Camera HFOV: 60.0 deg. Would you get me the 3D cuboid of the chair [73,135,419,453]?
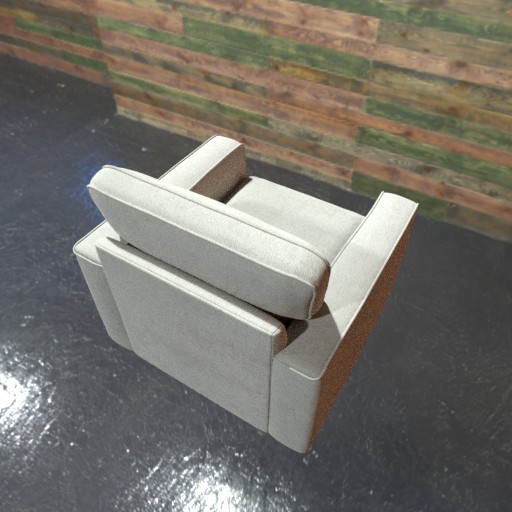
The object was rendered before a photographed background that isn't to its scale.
[{"bbox_3d":[0.000,0.000,1.798,1.015,0.965,0.939,24,51,21],"label":"chair"}]
